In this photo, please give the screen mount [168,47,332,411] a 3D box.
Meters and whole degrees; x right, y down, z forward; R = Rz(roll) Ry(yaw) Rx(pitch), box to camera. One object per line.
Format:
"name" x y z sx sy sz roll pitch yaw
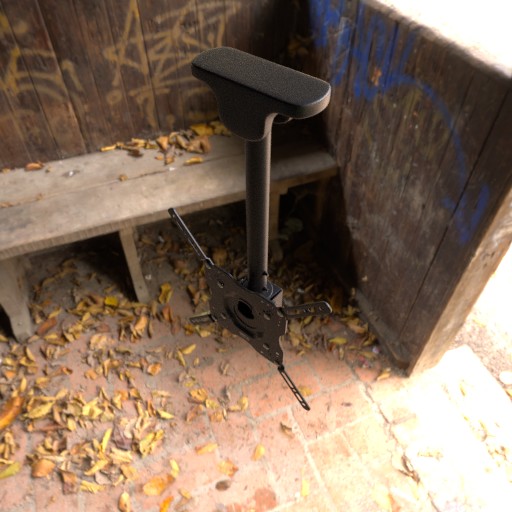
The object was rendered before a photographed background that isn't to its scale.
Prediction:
"screen mount" 0.000 0.000 0.868 0.393 0.729 0.090 31 55 25
